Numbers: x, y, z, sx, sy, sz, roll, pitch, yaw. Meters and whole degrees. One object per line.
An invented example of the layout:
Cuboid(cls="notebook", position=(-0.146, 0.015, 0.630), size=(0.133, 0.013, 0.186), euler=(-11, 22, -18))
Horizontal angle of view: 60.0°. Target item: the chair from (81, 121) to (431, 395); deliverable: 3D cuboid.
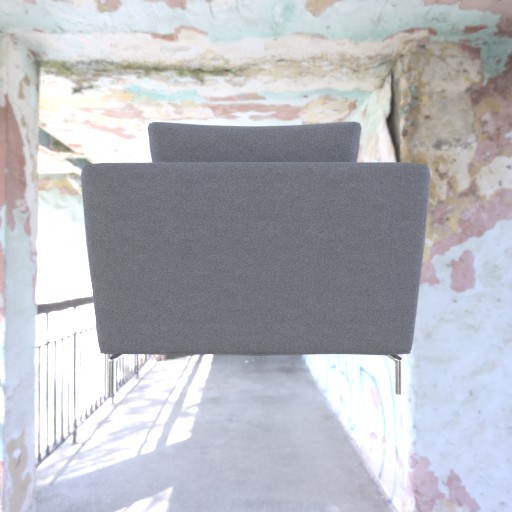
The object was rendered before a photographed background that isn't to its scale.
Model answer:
Cuboid(cls="chair", position=(0.000, 0.000, 1.702), size=(1.041, 0.864, 0.889), euler=(0, -1, 0))
